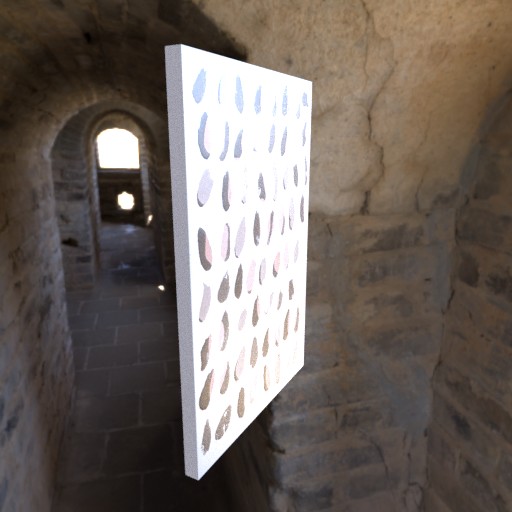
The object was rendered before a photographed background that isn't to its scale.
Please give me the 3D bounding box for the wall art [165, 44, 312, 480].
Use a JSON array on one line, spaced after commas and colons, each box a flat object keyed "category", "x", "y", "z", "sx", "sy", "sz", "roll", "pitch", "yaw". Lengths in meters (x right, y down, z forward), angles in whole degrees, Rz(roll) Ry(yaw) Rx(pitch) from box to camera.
[{"category": "wall art", "x": 0.000, "y": 0.000, "z": 0.771, "sx": 0.025, "sy": 0.608, "sz": 0.405, "roll": 8, "pitch": 17, "yaw": 28}]
